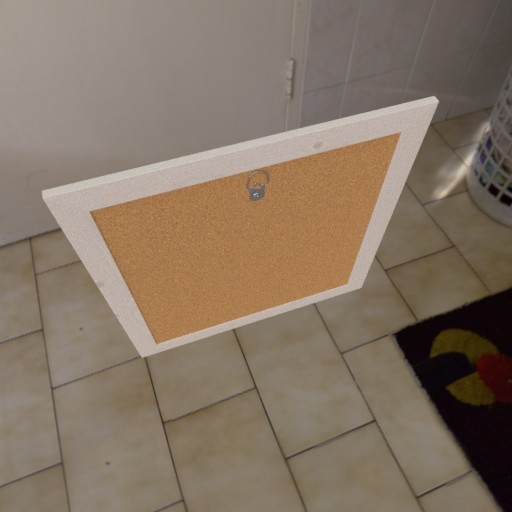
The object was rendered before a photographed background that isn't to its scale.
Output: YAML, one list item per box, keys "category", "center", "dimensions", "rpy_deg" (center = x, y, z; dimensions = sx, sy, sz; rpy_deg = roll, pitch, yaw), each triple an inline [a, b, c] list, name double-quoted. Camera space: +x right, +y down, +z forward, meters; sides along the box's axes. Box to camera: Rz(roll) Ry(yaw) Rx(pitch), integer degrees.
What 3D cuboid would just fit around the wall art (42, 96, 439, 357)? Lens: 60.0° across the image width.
- category: "wall art"
  center: [0.000, 0.000, 0.853]
  dimensions: [0.572, 0.577, 0.015]
  rpy_deg: [-16, 59, -10]
